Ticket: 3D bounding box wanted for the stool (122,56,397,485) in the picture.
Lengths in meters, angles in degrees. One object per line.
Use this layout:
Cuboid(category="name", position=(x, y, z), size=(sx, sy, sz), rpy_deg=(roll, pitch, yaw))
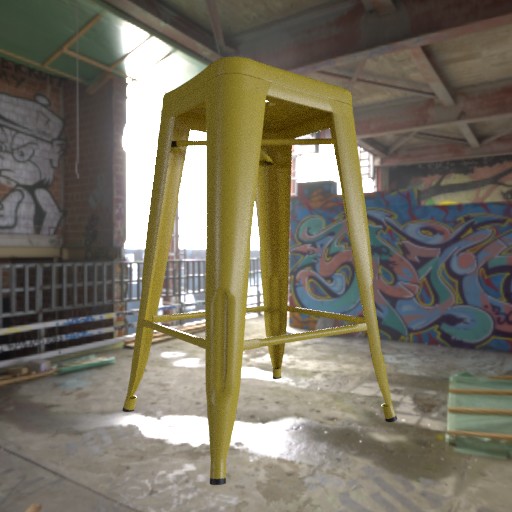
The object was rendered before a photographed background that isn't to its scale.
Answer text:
Cuboid(category="stool", position=(0.000, 0.000, 0.841), size=(0.399, 0.609, 0.359), rpy_deg=(-1, 1, -37))
